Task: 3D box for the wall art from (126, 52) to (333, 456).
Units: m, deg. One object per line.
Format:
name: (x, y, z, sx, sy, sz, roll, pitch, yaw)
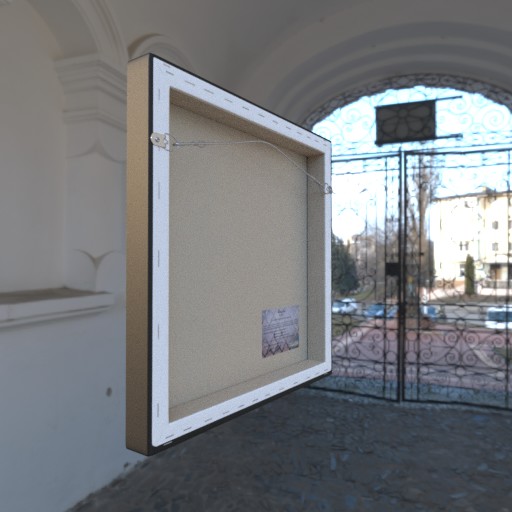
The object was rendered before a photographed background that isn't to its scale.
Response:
wall art: (0.000, 0.000, 0.614, 0.041, 0.407, 0.406, -1, -1, 36)
